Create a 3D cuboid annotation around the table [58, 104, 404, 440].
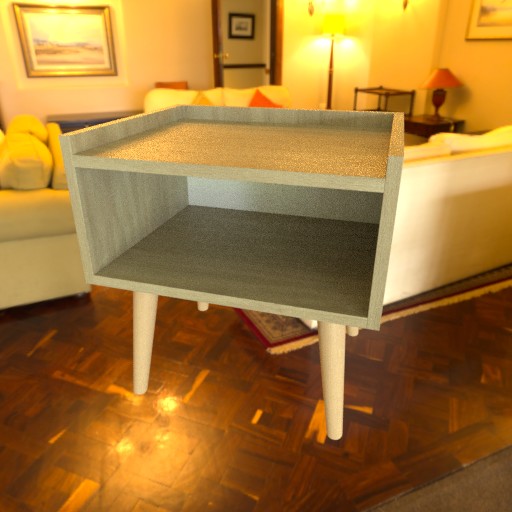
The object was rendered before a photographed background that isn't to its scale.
[{"bbox_3d":[0.000,0.000,0.804,0.450,0.470,0.370,7,26,15],"label":"table"}]
